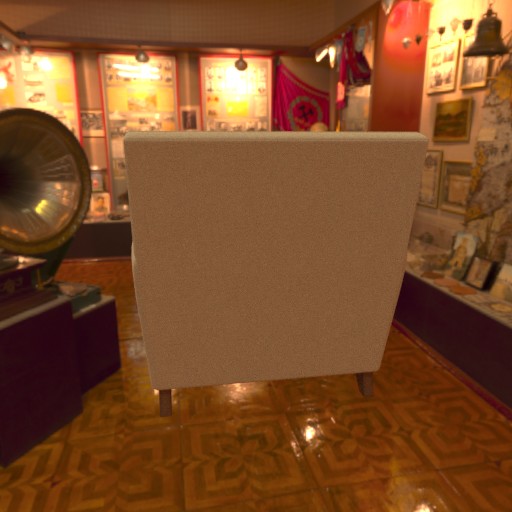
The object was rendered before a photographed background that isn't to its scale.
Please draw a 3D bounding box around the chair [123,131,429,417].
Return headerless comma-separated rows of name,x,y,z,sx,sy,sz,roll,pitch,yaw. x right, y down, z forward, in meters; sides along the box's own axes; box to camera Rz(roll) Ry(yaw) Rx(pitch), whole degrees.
chair,0.000,0.000,1.596,0.840,0.846,0.871,-2,15,-9
